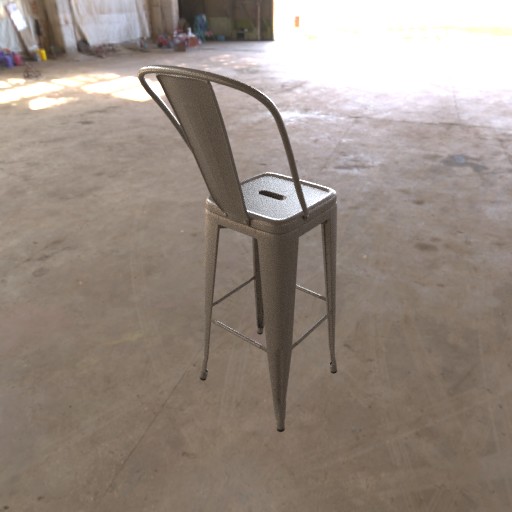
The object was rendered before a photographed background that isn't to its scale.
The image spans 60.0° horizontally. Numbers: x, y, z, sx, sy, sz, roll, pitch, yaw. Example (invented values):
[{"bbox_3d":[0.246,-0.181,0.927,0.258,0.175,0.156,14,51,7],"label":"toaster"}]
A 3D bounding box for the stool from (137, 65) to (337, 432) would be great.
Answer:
[{"bbox_3d":[0.000,0.000,1.325,0.399,1.096,0.513,22,37,33],"label":"stool"}]
